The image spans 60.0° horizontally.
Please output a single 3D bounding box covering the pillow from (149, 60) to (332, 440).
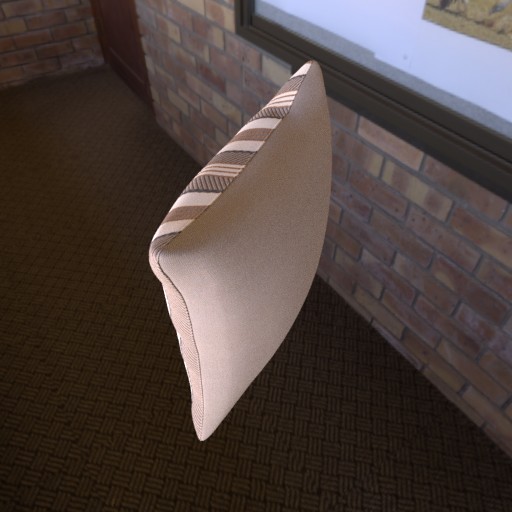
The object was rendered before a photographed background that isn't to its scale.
[{"bbox_3d":[0.000,0.000,0.634,0.173,0.401,0.416,17,49,16],"label":"pillow"}]
